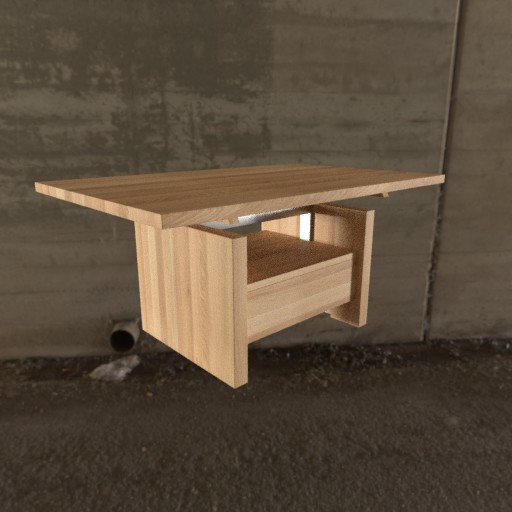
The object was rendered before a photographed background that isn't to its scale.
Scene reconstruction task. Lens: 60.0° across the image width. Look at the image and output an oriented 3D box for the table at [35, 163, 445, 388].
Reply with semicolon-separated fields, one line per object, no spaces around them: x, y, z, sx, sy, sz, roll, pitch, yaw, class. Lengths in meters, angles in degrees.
0.000;0.000;1.464;1.100;0.510;0.700;-14;21;-41;table
